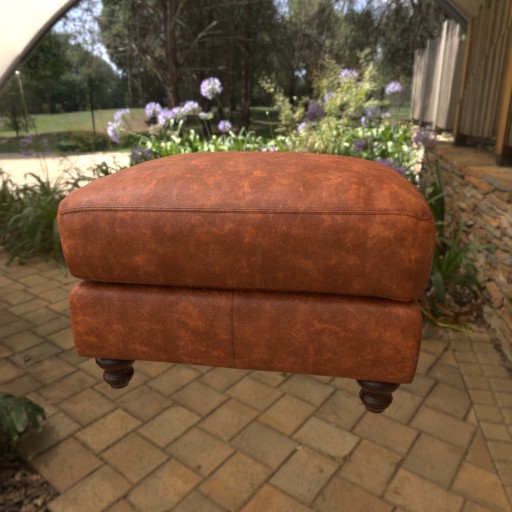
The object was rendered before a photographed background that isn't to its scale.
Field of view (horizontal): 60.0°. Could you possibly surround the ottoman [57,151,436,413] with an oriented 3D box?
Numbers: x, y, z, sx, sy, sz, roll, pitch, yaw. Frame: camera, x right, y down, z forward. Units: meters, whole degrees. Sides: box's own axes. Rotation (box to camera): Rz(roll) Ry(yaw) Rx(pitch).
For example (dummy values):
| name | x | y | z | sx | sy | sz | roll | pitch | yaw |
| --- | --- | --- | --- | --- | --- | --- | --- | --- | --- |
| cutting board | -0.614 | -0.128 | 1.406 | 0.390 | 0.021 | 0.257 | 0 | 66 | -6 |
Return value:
| name | x | y | z | sx | sy | sz | roll | pitch | yaw |
| --- | --- | --- | --- | --- | --- | --- | --- | --- | --- |
| ottoman | 0.000 | 0.000 | 1.229 | 0.832 | 0.562 | 0.657 | 3 | 18 | 8 |
